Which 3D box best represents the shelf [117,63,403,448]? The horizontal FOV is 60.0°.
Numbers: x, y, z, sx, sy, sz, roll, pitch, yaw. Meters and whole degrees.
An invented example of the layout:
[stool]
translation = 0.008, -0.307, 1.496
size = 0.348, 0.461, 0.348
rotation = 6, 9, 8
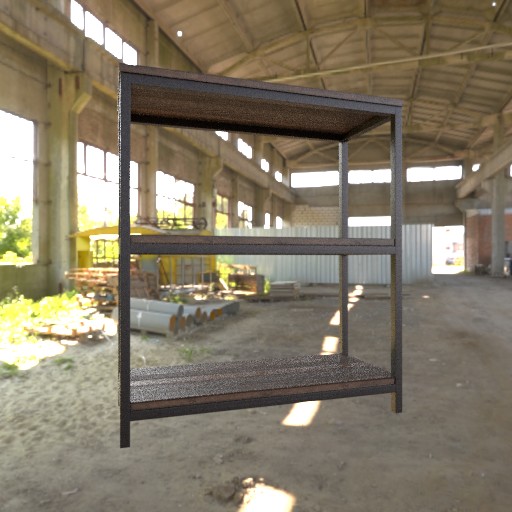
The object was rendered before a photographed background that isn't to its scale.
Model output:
[shelf]
translation = 0.000, 0.000, 1.381
size = 0.822, 0.947, 0.352
rotation = 0, 0, -18
